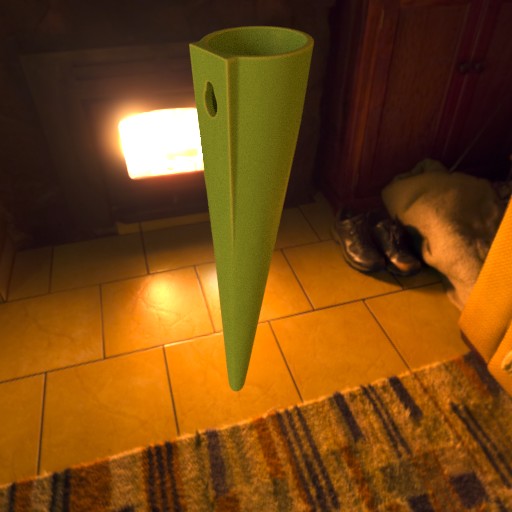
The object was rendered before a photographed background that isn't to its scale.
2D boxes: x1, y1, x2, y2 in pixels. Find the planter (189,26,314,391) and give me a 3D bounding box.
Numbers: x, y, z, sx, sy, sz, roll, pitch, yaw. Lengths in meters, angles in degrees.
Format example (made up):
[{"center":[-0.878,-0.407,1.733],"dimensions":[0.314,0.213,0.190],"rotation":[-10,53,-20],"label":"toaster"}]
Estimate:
[{"center":[0.000,0.000,0.296],"dimensions":[0.055,0.268,0.054],"rotation":[-25,46,-27],"label":"planter"}]
